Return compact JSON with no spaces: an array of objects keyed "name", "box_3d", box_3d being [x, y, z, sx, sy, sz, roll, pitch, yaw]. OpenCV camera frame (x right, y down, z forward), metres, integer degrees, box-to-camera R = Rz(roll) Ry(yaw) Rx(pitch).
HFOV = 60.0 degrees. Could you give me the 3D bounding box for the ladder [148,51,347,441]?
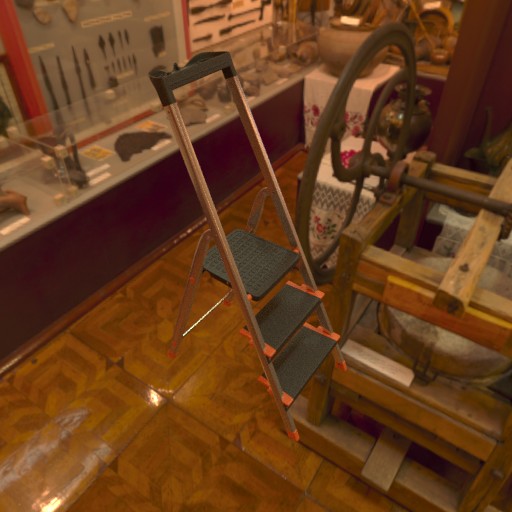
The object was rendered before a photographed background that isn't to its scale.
[{"name":"ladder","box_3d":[0.000,0.000,1.564,0.686,1.229,0.416,25,47,27]}]
